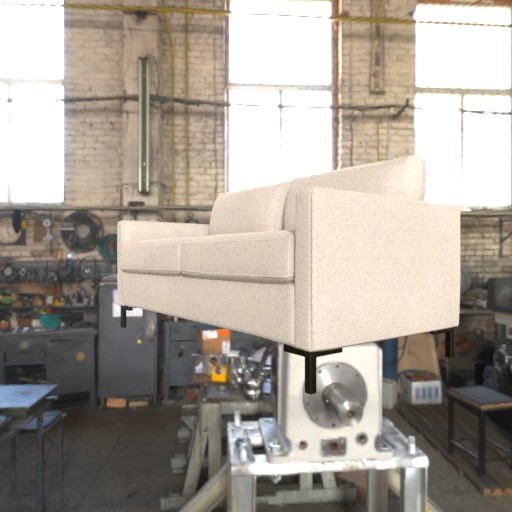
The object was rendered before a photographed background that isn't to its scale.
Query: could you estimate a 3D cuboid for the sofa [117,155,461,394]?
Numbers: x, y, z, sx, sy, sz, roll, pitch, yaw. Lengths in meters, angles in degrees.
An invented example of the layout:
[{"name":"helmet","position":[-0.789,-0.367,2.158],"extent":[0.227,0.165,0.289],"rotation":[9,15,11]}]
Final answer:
[{"name":"sofa","position":[0.000,0.000,2.213],"extent":[0.875,0.840,1.682],"rotation":[0,0,-37]}]
